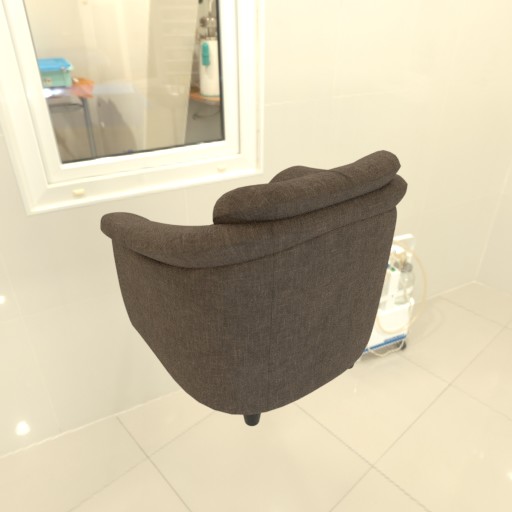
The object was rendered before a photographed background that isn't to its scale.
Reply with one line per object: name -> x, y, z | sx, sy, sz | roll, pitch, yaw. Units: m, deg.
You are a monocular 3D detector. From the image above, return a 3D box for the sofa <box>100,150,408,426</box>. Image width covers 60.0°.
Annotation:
sofa -> 0.000, 0.000, 1.517 | 0.870, 0.811, 0.794 | -20, 36, -30
